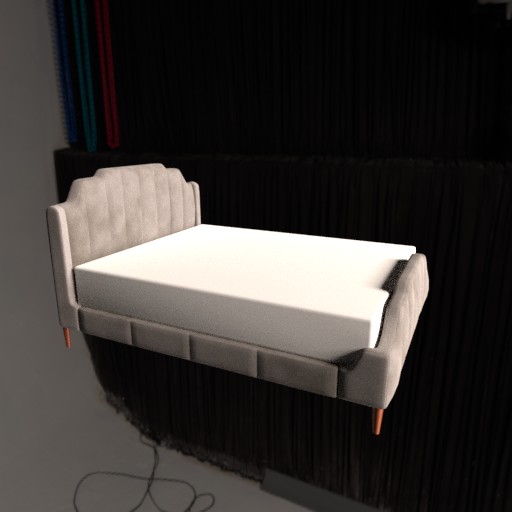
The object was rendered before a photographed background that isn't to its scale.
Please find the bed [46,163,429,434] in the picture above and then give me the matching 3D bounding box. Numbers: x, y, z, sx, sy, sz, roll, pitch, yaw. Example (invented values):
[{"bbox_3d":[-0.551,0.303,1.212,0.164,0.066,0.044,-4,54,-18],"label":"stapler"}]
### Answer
[{"bbox_3d":[0.000,0.000,3.297,2.340,1.245,1.676,8,17,25],"label":"bed"}]
